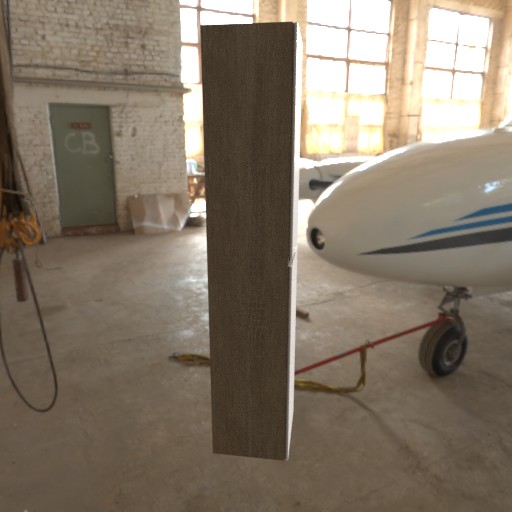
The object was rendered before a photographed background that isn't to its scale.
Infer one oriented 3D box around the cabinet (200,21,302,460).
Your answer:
[{"bbox_3d":[0.000,0.000,1.539,0.270,1.400,0.300,2,15,8],"label":"cabinet"}]
